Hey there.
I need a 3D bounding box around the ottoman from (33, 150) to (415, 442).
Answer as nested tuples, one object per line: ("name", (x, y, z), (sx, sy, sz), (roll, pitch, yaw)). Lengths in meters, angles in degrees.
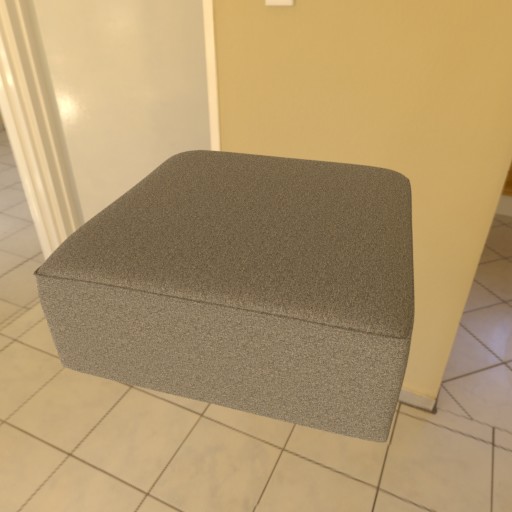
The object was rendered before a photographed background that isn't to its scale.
("ottoman", (0.000, 0.000, 1.581), (1.015, 0.464, 1.005), (9, 33, 13))
